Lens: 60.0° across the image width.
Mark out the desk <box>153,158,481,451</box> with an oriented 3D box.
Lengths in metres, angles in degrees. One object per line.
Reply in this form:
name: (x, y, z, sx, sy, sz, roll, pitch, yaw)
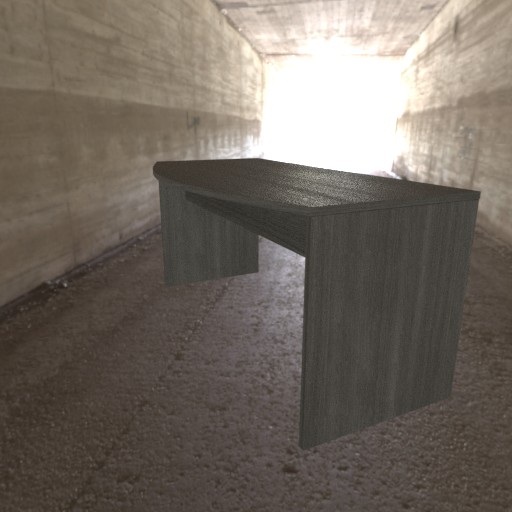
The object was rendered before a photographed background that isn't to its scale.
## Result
desk: (0.000, 0.000, 2.029, 0.802, 0.750, 1.600, -8, 18, -25)
